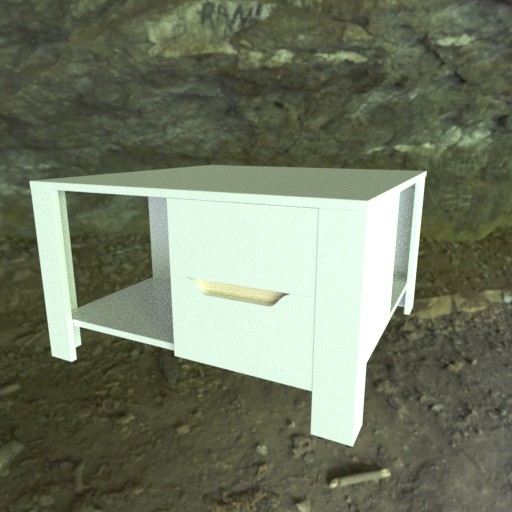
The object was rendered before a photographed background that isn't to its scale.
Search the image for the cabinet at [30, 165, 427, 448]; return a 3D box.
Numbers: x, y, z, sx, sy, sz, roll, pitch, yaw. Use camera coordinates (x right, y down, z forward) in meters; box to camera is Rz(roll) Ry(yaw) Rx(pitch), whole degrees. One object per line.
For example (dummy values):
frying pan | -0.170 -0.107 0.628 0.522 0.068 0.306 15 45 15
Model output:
cabinet | 0.000 0.000 1.279 0.800 0.460 0.800 7 16 26
